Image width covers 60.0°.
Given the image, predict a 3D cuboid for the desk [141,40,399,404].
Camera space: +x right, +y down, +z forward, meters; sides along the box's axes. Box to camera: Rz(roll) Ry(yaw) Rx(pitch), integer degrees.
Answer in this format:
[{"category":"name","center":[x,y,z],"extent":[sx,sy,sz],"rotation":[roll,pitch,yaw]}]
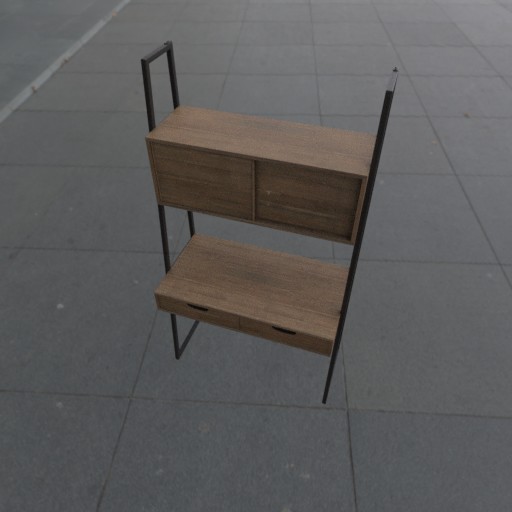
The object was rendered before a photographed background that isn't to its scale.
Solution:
[{"category":"desk","center":[0.000,0.000,2.238],"extent":[0.982,1.809,0.515],"rotation":[13,44,14]}]
